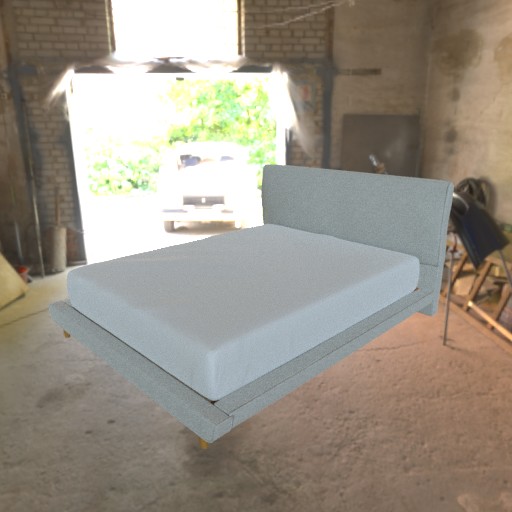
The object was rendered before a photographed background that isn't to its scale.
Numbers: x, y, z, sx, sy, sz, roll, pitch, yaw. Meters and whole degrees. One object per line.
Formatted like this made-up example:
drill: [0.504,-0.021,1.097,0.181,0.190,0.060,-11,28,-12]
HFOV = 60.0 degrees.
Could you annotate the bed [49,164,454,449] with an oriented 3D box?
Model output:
bed: [0.000,0.000,3.437,2.498,1.126,1.980,-16,24,-42]
